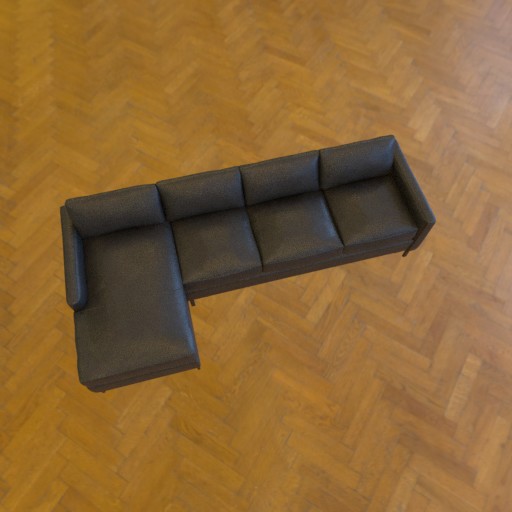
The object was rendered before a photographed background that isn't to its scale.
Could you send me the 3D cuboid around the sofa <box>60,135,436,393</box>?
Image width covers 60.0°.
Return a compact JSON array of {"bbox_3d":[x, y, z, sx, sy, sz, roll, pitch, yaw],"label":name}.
[{"bbox_3d":[0.000,0.000,3.690,2.993,0.859,1.471,-13,63,-7],"label":"sofa"}]
